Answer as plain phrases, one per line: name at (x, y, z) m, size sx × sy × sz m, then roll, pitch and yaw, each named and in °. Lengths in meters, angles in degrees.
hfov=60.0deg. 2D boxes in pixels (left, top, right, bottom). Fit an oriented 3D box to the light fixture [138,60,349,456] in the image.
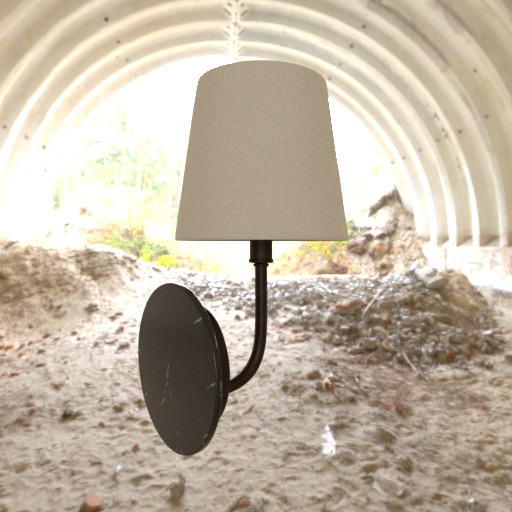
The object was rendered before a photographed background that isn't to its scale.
light fixture at (0.000, 0.000, 0.440) m, size 0.188 × 0.337 × 0.168 m, roll -1°, pitch 2°, yaw -38°
